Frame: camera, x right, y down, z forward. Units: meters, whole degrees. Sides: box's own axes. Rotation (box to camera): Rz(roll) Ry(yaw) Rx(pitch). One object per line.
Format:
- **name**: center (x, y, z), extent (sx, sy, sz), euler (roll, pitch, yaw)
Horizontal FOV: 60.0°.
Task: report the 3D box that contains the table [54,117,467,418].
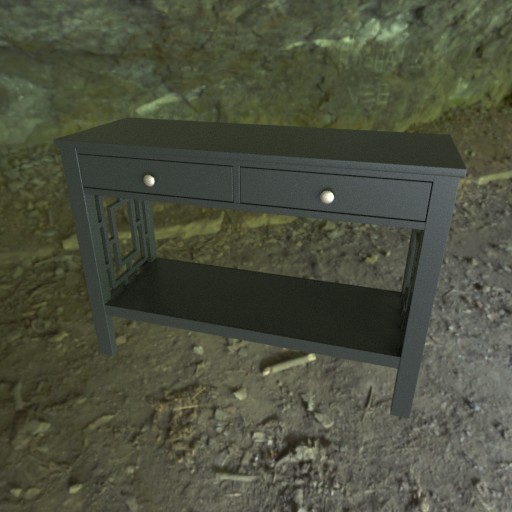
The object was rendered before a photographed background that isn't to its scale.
- **table**: center (0.000, 0.000, 1.427), extent (1.068, 0.753, 0.397), euler (8, 27, 15)
